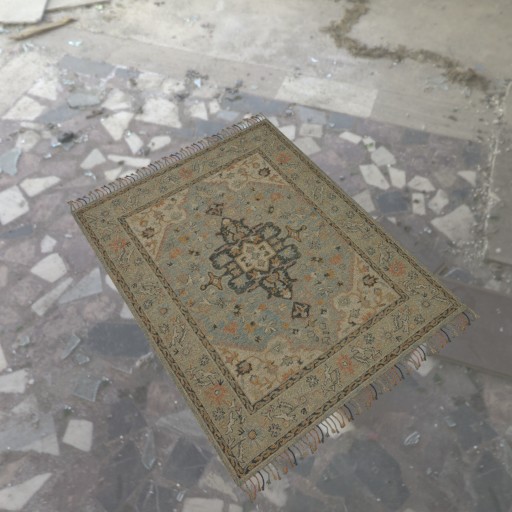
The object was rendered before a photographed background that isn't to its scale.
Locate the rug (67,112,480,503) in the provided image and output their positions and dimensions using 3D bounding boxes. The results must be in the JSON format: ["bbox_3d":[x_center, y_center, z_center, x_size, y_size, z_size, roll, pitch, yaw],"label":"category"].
[{"bbox_3d":[0.000,0.000,3.359,1.971,0.010,2.651,-31,62,-18],"label":"rug"}]
